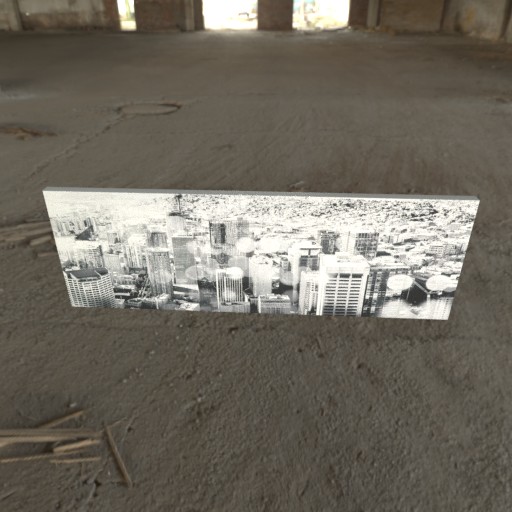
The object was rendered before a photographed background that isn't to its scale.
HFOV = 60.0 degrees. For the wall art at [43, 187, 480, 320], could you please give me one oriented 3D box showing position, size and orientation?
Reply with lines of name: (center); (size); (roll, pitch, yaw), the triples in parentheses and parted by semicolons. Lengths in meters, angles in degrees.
wall art: (0.000, 0.000, 1.682); (1.520, 0.507, 0.044); (2, 30, 3)
